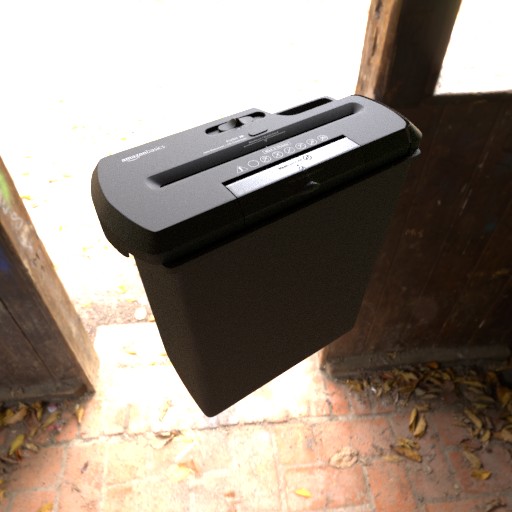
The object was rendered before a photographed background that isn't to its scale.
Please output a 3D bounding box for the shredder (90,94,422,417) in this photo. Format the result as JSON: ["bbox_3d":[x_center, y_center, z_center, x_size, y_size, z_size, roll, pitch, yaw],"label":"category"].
[{"bbox_3d":[0.000,0.000,0.533,0.320,0.335,0.170,-26,52,-23],"label":"shredder"}]
